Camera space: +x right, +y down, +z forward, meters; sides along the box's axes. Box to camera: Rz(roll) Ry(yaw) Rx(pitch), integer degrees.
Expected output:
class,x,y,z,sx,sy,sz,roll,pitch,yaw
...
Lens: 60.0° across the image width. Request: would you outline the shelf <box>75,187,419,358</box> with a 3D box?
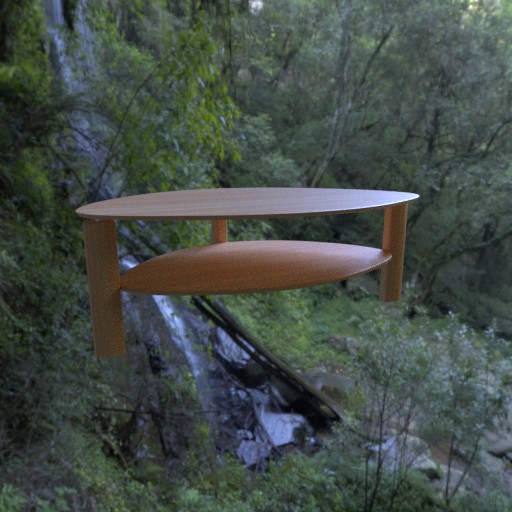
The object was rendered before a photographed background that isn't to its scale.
class,x,y,z,sx,sy,sz,roll,pitch,yaw
shelf,0.000,0.000,1.661,1.246,0.440,0.845,-7,15,-26
